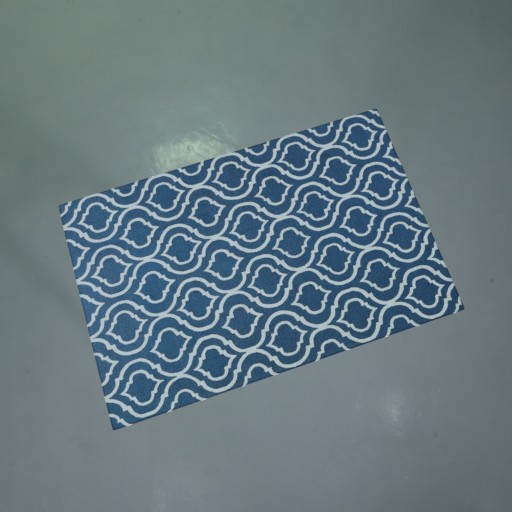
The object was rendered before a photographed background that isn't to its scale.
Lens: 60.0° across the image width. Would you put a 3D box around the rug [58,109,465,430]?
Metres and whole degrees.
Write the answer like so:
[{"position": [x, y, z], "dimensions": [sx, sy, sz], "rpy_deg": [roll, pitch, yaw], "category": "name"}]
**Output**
[{"position": [0.000, 0.000, 2.206], "dimensions": [1.753, 0.010, 1.143], "rpy_deg": [-18, 77, -4], "category": "rug"}]
